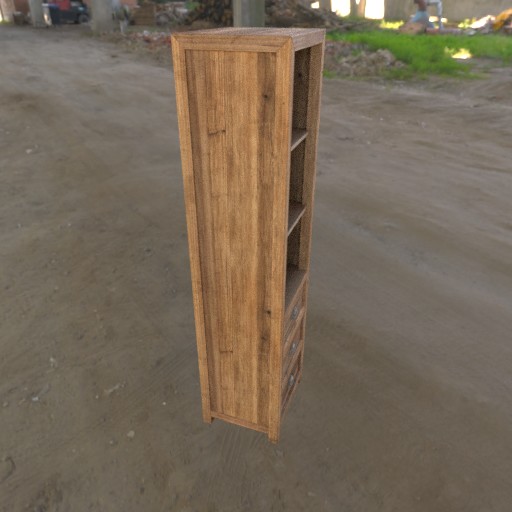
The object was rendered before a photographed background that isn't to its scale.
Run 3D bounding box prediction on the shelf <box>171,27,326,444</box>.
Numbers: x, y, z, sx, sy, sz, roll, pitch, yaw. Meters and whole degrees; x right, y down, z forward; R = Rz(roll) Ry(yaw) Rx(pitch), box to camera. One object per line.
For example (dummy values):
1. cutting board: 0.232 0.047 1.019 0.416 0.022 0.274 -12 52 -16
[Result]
1. shelf: 0.000 0.000 2.096 0.428 1.900 0.500 10 31 17
